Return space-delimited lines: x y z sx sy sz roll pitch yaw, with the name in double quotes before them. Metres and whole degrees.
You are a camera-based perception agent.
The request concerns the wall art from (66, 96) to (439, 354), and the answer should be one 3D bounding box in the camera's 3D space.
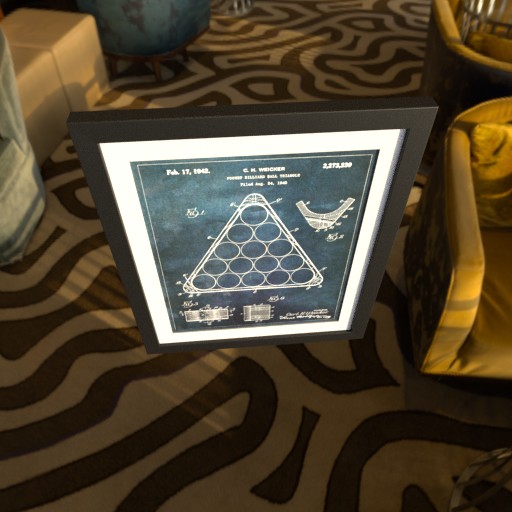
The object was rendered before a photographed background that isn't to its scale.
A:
"wall art" 0.000 0.000 0.707 0.432 0.508 0.025 -4 48 -3
